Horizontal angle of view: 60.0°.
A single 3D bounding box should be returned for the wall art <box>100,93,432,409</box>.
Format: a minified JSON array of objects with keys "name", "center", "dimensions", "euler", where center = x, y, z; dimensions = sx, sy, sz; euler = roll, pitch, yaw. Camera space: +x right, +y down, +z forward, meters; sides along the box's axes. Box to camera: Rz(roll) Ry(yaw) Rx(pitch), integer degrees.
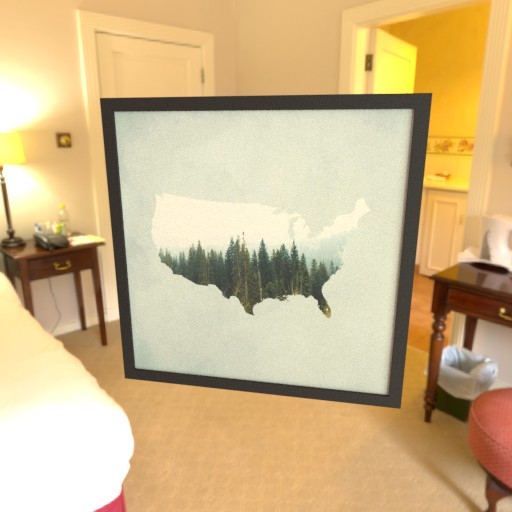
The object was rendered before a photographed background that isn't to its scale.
[{"name":"wall art","center":[0.000,0.000,1.122],"dimensions":[0.763,0.763,0.038],"euler":[3,16,11]}]
